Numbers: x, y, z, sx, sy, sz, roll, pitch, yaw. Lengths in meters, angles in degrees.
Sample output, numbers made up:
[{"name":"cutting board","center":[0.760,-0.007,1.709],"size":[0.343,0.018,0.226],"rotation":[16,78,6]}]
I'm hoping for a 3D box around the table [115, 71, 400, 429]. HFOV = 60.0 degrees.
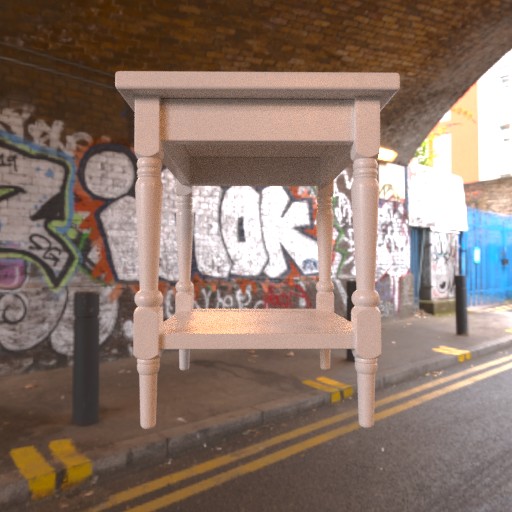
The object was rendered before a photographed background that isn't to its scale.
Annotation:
[{"name":"table","center":[0.000,0.000,0.925],"size":[0.442,0.565,0.488],"rotation":[0,-1,-1]}]
